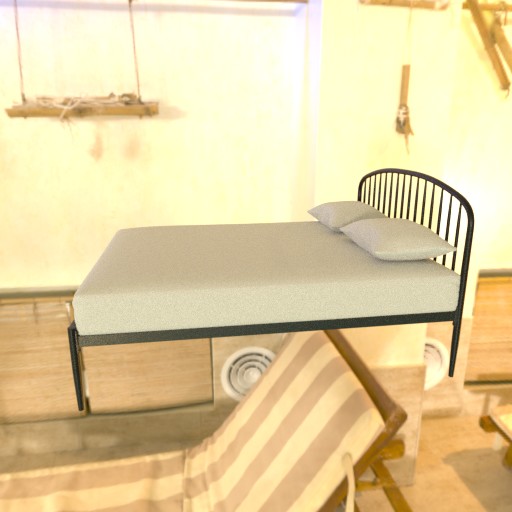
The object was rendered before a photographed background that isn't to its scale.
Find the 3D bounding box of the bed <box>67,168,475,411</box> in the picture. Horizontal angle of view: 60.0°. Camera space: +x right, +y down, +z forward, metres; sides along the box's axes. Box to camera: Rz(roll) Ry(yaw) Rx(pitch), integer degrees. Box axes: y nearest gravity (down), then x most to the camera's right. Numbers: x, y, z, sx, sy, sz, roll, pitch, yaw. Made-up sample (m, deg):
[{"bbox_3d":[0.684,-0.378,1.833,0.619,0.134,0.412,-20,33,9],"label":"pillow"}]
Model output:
[{"bbox_3d":[0.000,0.000,3.095,2.159,1.166,1.618,-2,15,-9],"label":"bed"}]
